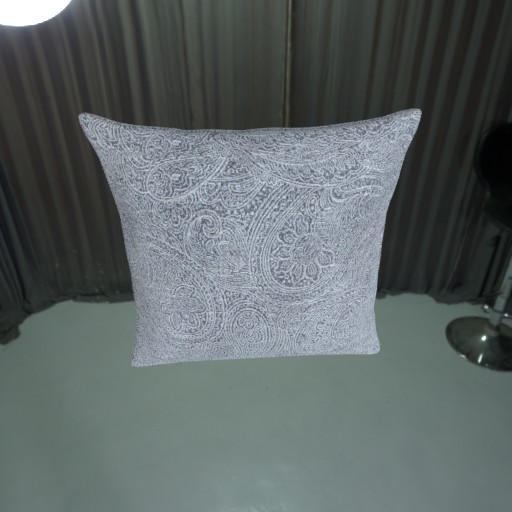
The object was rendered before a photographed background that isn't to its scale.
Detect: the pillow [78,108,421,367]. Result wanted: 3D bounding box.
[{"bbox_3d":[0.000,0.000,0.797,0.523,0.510,0.166,-2,31,-3],"label":"pillow"}]
